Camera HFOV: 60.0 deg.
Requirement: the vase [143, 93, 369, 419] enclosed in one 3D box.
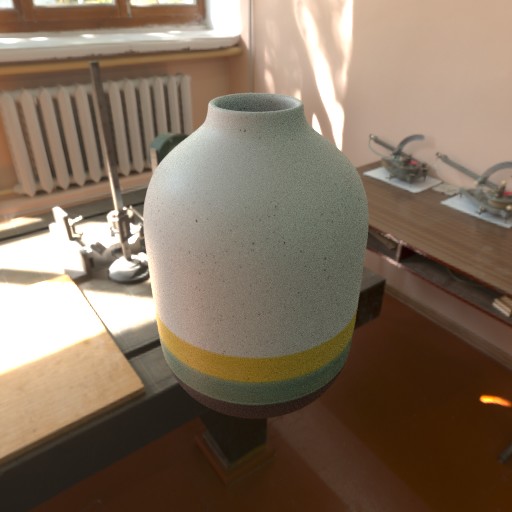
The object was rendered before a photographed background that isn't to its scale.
[{"bbox_3d":[0.000,0.000,0.358,0.169,0.240,0.169,0,31,0],"label":"vase"}]
